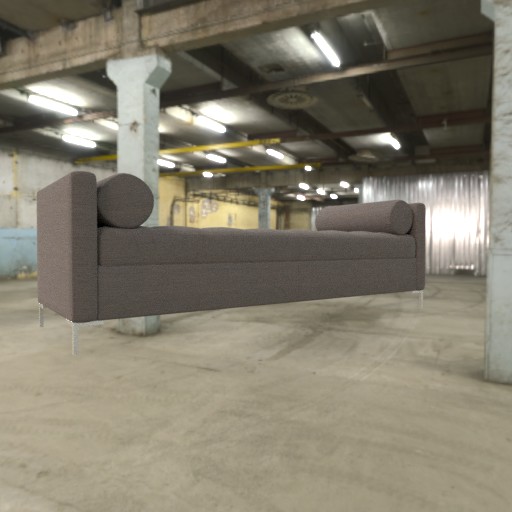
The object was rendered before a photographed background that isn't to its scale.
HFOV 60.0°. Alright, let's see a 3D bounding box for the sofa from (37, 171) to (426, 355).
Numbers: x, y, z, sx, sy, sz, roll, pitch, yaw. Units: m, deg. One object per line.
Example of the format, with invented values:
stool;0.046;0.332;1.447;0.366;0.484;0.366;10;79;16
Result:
sofa;0.000;0.000;2.322;1.981;0.635;0.686;-1;2;-35
